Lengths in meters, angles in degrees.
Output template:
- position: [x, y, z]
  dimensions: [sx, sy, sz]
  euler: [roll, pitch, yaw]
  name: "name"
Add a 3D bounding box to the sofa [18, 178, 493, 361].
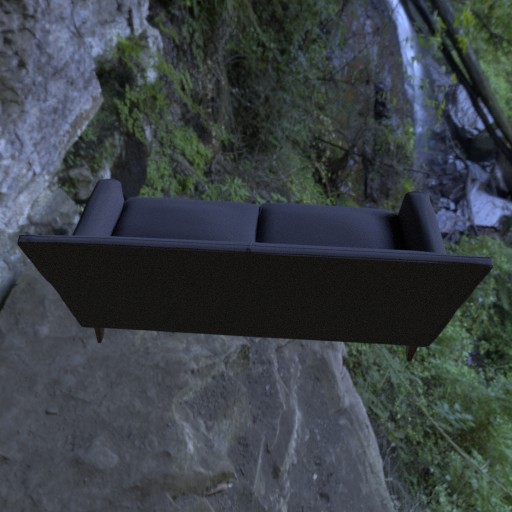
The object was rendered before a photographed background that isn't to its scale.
- position: [0.000, 0.000, 2.441]
  dimensions: [2.002, 0.907, 0.843]
  euler: [3, 46, 3]
  name: "sofa"
